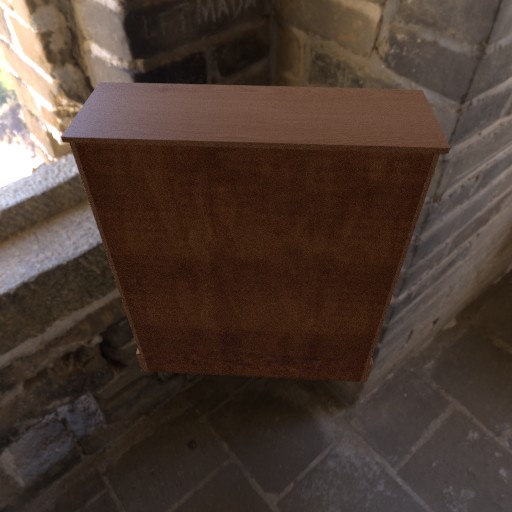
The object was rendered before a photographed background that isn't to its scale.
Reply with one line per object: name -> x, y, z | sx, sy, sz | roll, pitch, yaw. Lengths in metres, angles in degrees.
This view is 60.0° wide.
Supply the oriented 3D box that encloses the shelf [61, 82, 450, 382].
shelf -> 0.000, 0.000, 1.403 | 0.840, 0.980, 0.291 | 2, 45, 2
